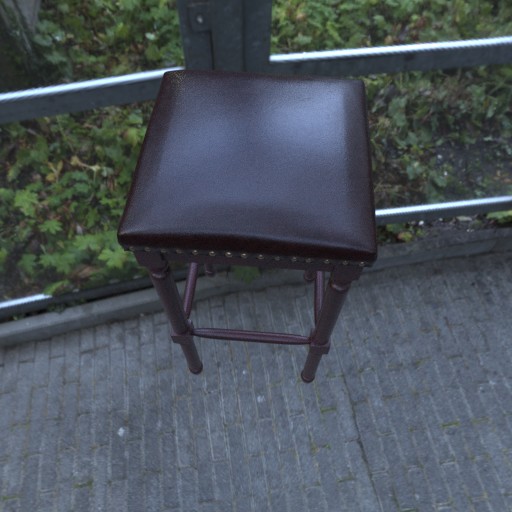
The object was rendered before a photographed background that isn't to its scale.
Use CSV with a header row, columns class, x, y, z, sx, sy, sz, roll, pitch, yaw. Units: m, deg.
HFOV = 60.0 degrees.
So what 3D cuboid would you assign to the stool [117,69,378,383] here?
class,x,y,z,sx,sy,sz,roll,pitch,yaw
stool,0.000,0.000,1.013,0.382,0.768,0.383,4,59,2
